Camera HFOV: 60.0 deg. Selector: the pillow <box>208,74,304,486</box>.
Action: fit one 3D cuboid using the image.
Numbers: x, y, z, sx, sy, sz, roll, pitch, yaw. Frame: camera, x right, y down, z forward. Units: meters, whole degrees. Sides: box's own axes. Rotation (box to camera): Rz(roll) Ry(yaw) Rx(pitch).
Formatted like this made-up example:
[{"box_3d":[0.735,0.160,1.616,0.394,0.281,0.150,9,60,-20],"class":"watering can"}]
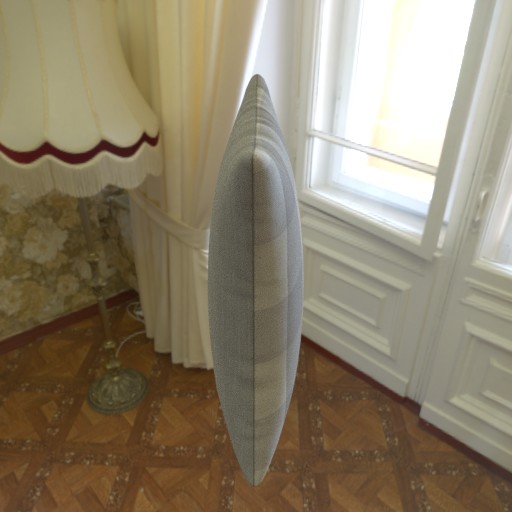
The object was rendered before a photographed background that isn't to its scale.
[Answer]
[{"box_3d":[0.000,0.000,0.753,0.161,0.509,0.511,0,30,0],"class":"pillow"}]
